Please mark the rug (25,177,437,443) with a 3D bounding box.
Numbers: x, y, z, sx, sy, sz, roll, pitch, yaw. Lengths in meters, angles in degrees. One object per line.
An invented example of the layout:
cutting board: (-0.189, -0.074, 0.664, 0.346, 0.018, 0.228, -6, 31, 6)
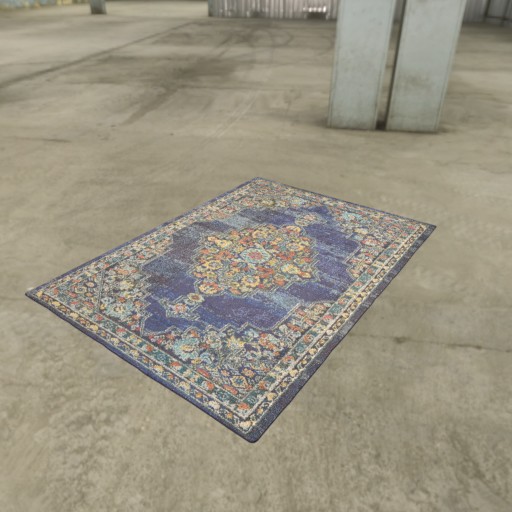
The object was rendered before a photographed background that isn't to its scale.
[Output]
rug: (0.000, 0.000, 2.861, 1.630, 0.009, 2.232, 21, 37, 30)
